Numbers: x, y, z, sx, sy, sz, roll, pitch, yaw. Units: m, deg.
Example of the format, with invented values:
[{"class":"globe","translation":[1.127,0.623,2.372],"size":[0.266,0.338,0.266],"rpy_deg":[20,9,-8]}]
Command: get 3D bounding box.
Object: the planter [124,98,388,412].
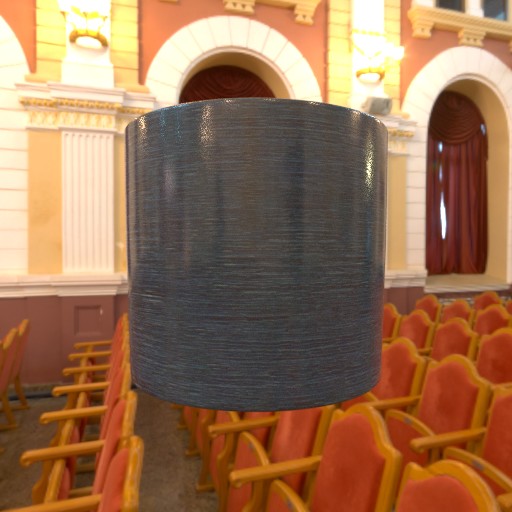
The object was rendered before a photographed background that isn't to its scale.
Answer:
[{"class":"planter","translation":[0.000,0.000,0.389],"size":[0.221,0.201,0.221],"rpy_deg":[0,1,0]}]
